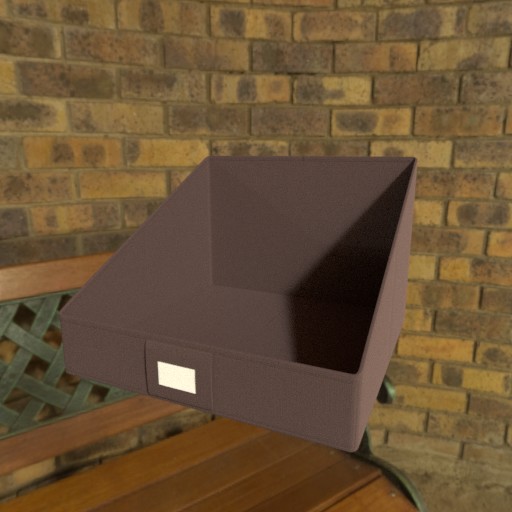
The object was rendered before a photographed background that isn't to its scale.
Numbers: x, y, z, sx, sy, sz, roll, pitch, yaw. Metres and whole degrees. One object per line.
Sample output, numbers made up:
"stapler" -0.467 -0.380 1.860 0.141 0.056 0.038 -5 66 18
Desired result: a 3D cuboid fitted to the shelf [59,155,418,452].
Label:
"shelf" 0.000 0.000 0.484 0.292 0.210 0.292 6 15 24
